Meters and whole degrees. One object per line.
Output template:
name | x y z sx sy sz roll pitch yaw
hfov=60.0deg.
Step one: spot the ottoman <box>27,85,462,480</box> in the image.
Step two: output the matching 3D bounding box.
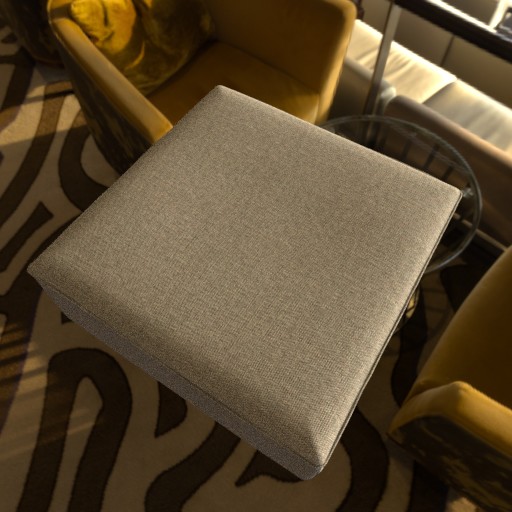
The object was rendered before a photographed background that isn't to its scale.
ottoman | 0.000 0.000 1.534 1.023 0.423 1.017 29 63 16
